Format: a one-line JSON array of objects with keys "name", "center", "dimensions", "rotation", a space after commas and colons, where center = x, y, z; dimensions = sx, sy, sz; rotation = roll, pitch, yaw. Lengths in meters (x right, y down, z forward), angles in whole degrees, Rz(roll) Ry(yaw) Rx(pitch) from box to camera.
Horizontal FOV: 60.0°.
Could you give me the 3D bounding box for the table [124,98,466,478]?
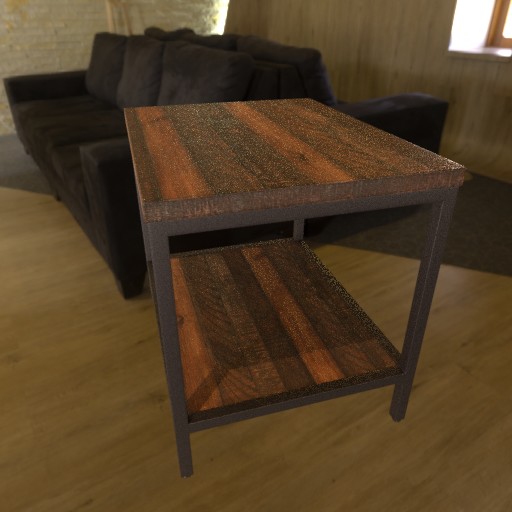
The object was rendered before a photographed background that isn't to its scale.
[{"name": "table", "center": [0.000, 0.000, 1.097], "dimensions": [0.524, 0.612, 0.678], "rotation": [-8, 30, -14]}]
